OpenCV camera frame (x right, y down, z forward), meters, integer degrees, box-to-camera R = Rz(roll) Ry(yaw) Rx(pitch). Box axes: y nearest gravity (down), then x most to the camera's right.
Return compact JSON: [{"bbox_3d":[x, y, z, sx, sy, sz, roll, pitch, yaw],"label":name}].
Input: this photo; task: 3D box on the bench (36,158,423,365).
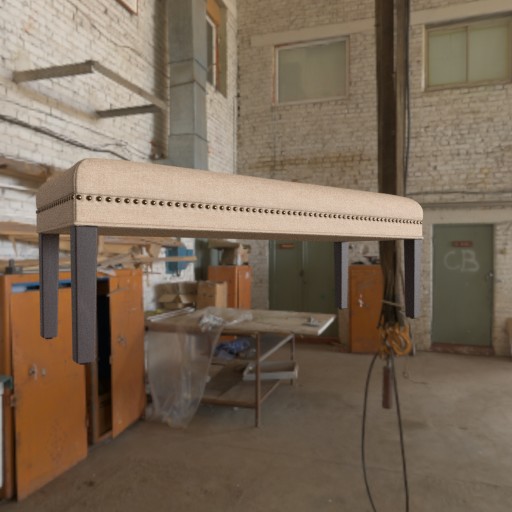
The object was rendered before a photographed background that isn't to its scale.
[{"bbox_3d":[0.000,0.000,1.423,1.219,0.457,0.410,0,0,-36],"label":"bench"}]
